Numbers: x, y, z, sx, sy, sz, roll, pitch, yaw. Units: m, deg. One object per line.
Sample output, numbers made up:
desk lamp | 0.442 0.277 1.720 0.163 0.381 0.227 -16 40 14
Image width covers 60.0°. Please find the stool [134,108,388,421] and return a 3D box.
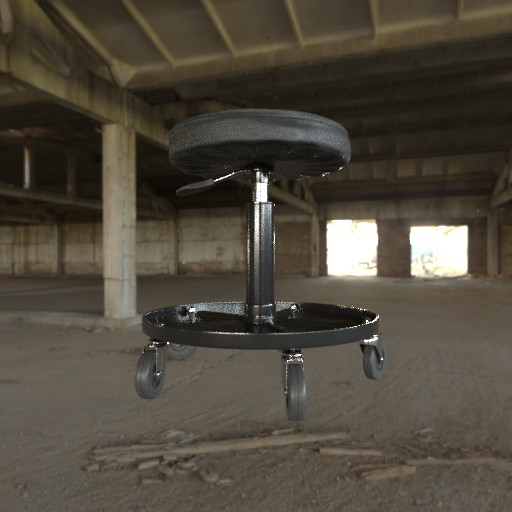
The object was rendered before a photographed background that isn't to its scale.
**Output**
stool | 0.000 0.000 0.678 0.382 0.365 0.381 0 0 18
